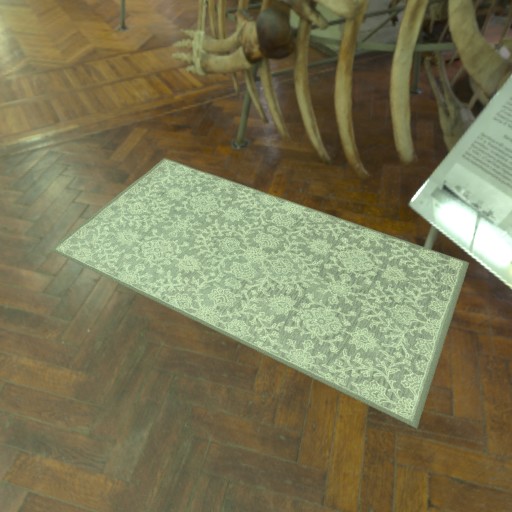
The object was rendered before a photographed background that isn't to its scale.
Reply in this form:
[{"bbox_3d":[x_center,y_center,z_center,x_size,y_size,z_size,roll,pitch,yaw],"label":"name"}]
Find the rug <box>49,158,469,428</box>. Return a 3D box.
[{"bbox_3d":[0.000,0.000,3.604,3.048,0.011,1.546,22,50,20],"label":"rug"}]
